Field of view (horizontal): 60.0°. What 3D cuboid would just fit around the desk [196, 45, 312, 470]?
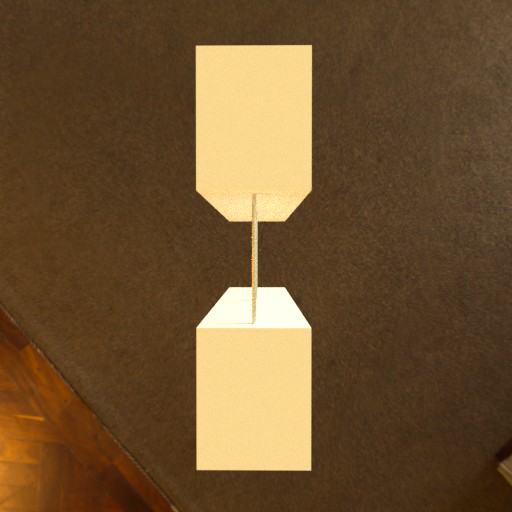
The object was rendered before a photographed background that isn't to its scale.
[{"bbox_3d":[0.000,0.000,2.847,0.480,2.000,1.770,0,91,1],"label":"desk"}]
